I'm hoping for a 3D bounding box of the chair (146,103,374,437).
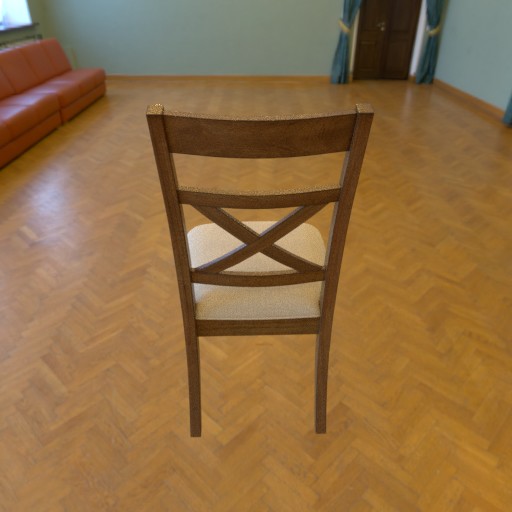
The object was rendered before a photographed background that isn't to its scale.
[{"bbox_3d":[0.000,0.000,1.268,0.461,0.949,0.581,-1,31,-2],"label":"chair"}]
